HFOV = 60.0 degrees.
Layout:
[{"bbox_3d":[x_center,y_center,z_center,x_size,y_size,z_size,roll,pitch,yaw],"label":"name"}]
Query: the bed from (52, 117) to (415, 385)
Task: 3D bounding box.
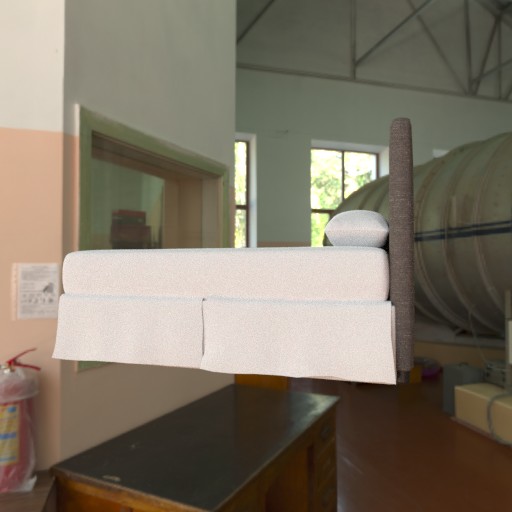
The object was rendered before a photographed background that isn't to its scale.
[{"bbox_3d":[0.000,0.000,3.211,2.142,1.330,1.723,0,-1,19],"label":"bed"}]
